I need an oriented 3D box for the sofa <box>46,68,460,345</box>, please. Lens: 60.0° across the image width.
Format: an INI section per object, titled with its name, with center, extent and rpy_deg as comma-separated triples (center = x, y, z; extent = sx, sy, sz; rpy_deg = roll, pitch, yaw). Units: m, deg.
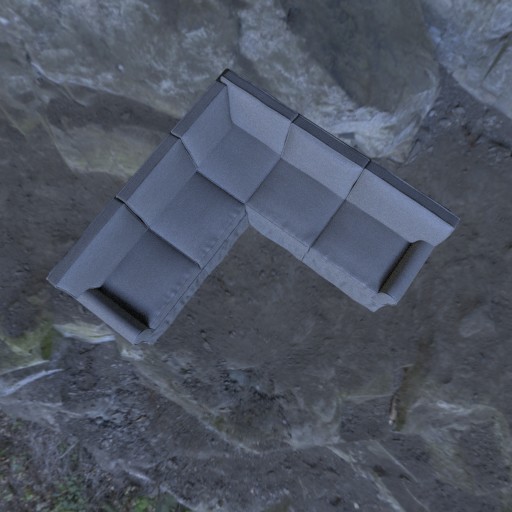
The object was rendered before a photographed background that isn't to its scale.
[sofa]
center = 0.000, 0.000, 4.180
extent = 2.623, 1.081, 2.618
rpy_deg = 35, 79, 8
